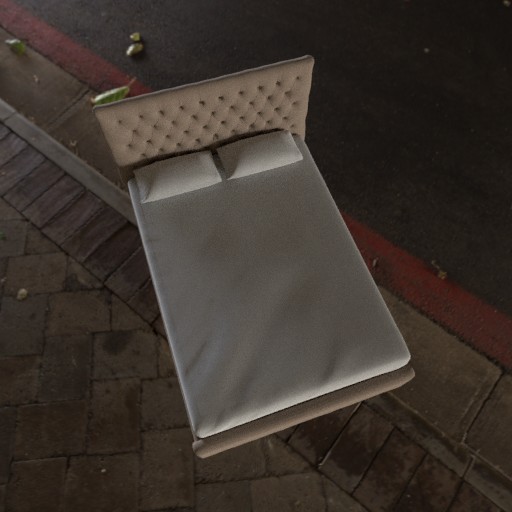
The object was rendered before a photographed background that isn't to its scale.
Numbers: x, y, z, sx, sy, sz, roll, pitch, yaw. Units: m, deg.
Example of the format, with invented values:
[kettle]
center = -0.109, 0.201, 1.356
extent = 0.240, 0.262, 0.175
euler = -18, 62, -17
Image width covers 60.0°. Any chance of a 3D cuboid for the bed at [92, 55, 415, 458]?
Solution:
[bed]
center = 0.000, 0.000, 3.397
extent = 1.698, 1.427, 2.387
euler = -17, 65, -8
